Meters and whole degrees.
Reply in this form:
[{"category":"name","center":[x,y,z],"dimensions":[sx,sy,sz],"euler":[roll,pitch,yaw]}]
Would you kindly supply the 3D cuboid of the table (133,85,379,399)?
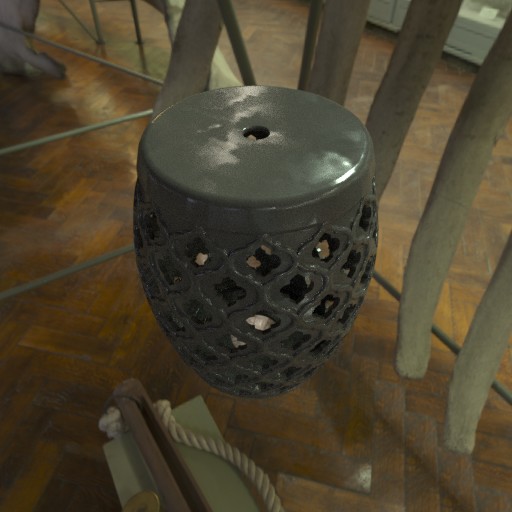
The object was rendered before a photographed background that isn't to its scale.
[{"category":"table","center":[0.000,0.000,0.632],"dimensions":[0.325,0.388,0.325],"euler":[0,45,0]}]
